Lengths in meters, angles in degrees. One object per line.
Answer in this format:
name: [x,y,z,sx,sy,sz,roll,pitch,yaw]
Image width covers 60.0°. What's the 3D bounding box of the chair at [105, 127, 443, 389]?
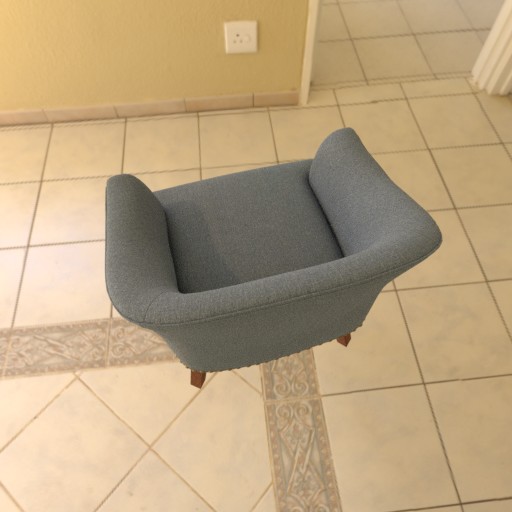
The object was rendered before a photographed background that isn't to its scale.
chair: [0.000,0.000,1.377,0.798,0.815,0.704,-13,60,-8]
